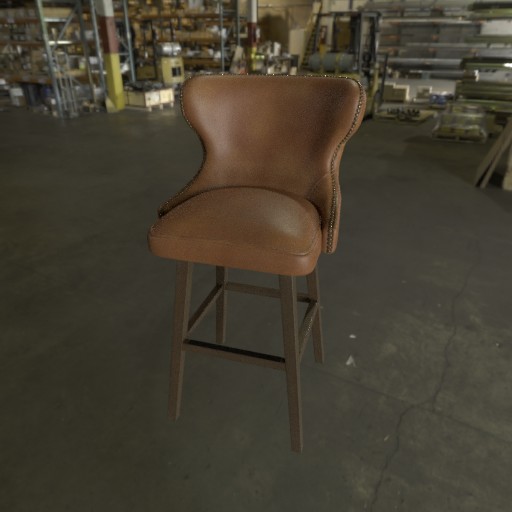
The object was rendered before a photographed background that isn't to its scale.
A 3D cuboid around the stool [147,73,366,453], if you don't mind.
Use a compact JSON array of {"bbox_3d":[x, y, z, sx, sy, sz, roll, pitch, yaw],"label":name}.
[{"bbox_3d":[0.000,0.000,1.474,0.591,1.087,0.606,8,28,15],"label":"stool"}]
